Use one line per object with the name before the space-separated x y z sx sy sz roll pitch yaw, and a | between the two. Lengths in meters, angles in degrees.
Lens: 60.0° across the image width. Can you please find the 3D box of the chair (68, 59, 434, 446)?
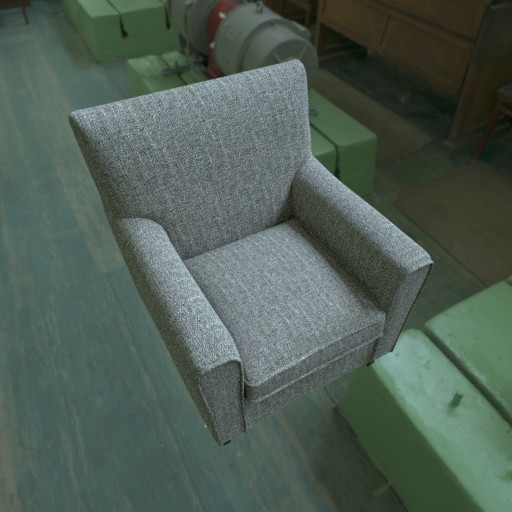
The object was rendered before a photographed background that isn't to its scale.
chair | 0.000 0.000 1.578 0.864 0.928 0.873 -22 49 -20
